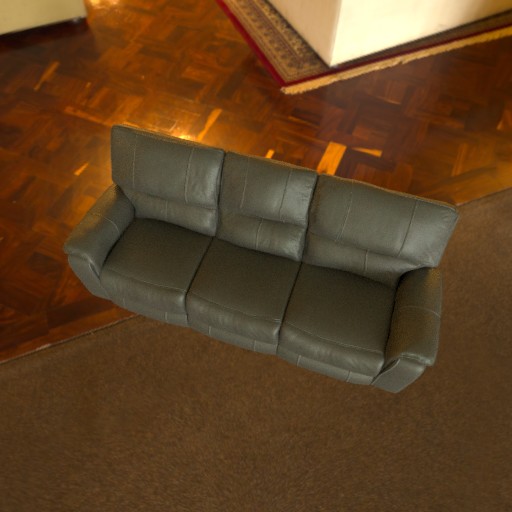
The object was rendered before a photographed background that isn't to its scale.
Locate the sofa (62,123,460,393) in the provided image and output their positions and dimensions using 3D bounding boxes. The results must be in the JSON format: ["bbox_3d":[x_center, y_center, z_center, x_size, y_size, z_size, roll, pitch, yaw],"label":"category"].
[{"bbox_3d":[0.000,0.000,3.248,2.627,1.134,1.104,16,59,10],"label":"sofa"}]
